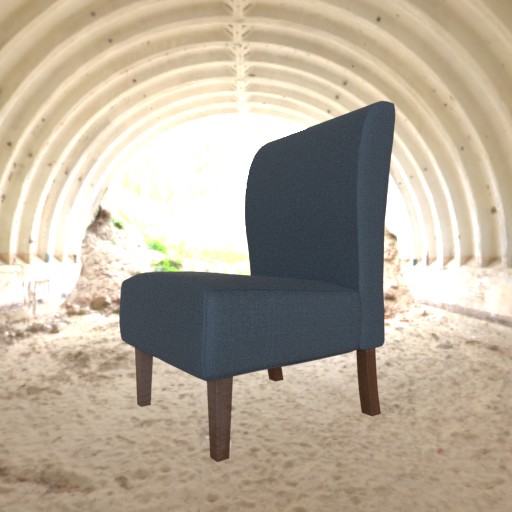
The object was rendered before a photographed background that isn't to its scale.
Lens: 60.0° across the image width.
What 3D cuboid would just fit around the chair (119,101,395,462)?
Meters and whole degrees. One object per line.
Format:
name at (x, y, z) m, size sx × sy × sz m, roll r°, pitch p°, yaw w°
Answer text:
chair at (0.000, 0.000, 1.170) m, size 0.592 × 0.804 × 0.513 m, roll 0°, pitch -1°, yaw -36°
